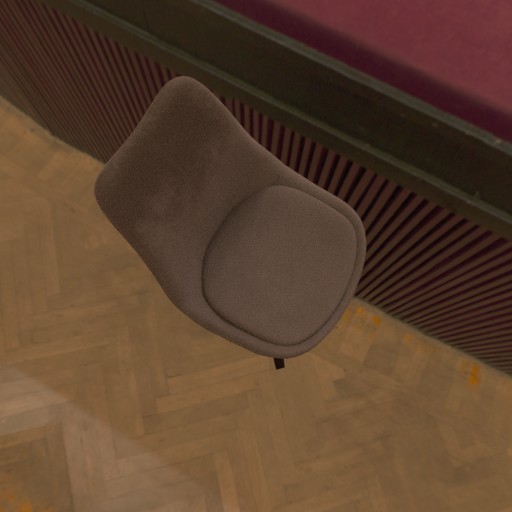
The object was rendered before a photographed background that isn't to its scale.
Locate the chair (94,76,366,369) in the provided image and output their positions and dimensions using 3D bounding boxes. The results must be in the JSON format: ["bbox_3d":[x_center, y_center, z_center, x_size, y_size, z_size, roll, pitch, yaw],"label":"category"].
[{"bbox_3d":[0.000,0.000,1.203,0.550,0.850,0.476,30,77,8],"label":"chair"}]
